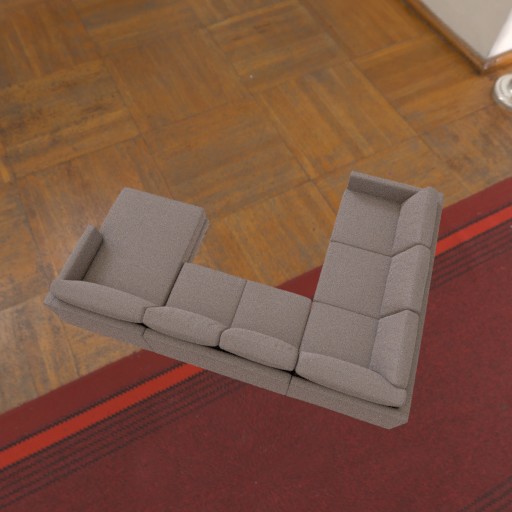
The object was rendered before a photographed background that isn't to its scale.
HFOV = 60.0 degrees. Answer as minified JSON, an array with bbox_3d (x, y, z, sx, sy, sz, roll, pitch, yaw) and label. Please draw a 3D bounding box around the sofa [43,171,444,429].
[{"bbox_3d":[0.000,0.000,4.641,3.438,0.865,2.424,16,64,8],"label":"sofa"}]
